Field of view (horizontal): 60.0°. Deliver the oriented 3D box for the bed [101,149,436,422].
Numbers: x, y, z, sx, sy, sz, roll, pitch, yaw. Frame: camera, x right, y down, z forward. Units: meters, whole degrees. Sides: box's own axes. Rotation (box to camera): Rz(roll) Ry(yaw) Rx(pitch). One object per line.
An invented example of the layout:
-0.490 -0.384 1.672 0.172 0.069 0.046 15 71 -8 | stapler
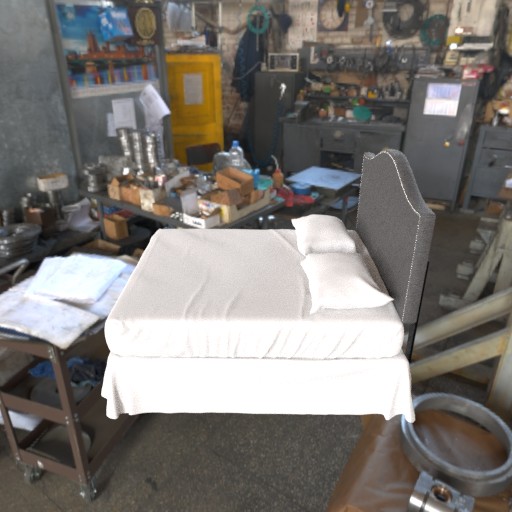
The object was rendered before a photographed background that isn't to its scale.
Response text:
0.000 0.000 3.487 2.221 1.645 1.876 0 26 1 | bed
